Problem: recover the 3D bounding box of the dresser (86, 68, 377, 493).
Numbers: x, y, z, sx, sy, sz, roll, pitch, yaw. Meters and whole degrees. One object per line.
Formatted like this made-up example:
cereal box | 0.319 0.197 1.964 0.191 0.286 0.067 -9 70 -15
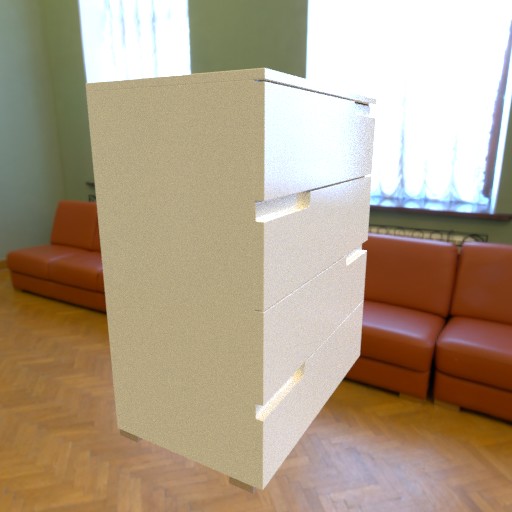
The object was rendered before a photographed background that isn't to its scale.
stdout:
dresser | 0.000 0.000 1.149 0.400 0.800 0.650 8 17 28
